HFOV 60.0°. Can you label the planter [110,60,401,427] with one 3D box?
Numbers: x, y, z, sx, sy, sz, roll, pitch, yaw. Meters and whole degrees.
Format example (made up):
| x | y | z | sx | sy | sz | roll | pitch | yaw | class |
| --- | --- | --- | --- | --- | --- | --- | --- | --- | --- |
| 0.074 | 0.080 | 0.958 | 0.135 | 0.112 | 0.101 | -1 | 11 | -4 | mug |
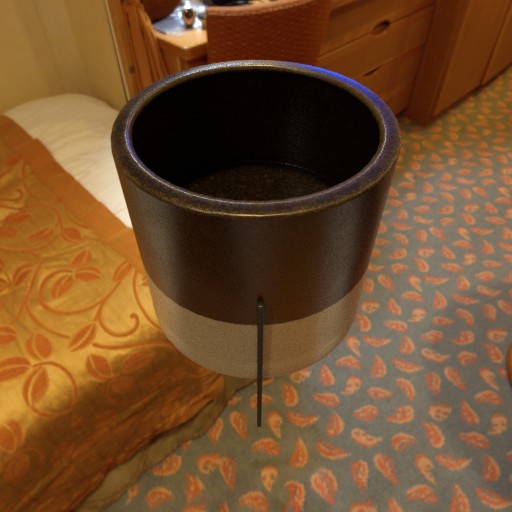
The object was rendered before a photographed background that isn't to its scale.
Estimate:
| x | y | z | sx | sy | sz | roll | pitch | yaw | class |
| --- | --- | --- | --- | --- | --- | --- | --- | --- | --- |
| 0.000 | 0.000 | 0.696 | 0.345 | 0.465 | 0.354 | -1 | 47 | -1 | planter |
